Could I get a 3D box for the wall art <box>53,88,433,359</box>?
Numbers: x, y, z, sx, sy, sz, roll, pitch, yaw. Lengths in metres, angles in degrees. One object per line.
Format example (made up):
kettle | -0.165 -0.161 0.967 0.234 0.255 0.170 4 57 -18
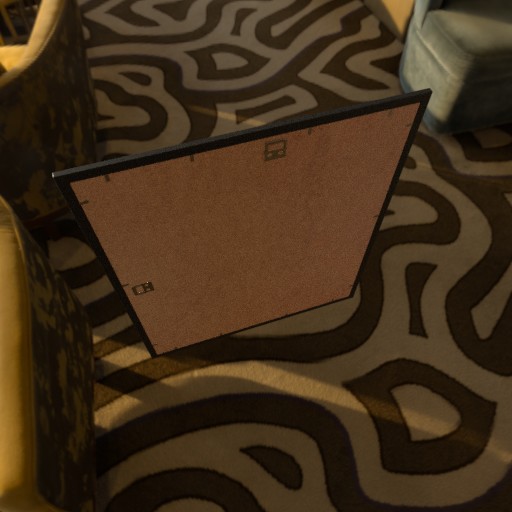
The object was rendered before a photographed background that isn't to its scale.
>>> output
wall art | 0.000 0.000 0.901 0.559 0.660 0.018 -16 58 -10
